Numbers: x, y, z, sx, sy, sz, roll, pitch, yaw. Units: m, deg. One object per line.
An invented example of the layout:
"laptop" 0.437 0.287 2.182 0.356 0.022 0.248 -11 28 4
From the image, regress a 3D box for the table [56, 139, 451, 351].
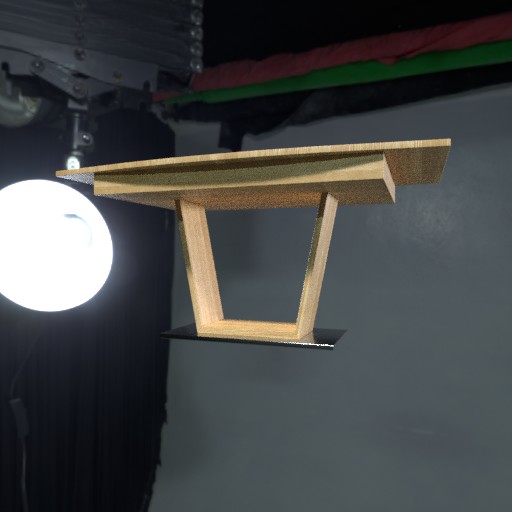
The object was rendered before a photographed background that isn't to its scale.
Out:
"table" 0.000 0.000 2.044 1.598 0.748 0.900 0 0 20
